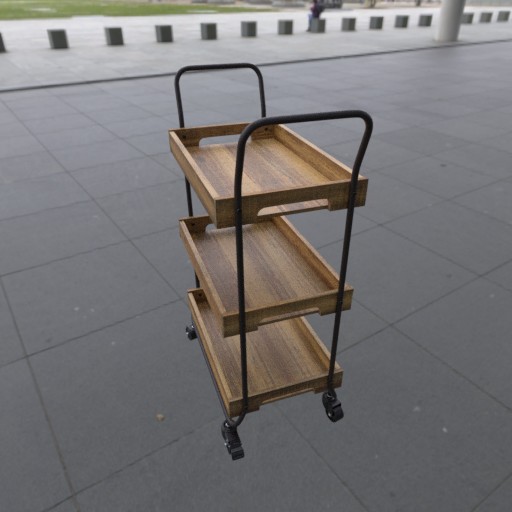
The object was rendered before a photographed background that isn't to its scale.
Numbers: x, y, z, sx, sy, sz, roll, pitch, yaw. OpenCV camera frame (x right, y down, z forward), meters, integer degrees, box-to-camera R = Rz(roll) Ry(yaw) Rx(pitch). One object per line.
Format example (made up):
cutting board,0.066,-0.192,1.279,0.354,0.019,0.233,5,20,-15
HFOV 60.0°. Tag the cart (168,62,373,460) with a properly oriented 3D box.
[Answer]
cart,0.000,0.000,1.158,0.339,0.857,0.583,-10,33,-16
